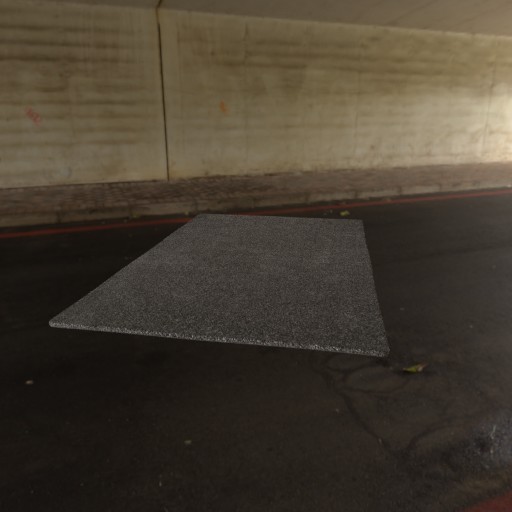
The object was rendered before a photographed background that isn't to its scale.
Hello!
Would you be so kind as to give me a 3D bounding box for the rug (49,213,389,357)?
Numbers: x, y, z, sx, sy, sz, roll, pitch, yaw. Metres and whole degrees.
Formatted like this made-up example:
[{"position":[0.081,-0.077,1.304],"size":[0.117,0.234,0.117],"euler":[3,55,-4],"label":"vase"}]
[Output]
[{"position":[0.000,0.000,2.985],"size":[1.502,0.025,2.350],"euler":[3,18,10],"label":"rug"}]
